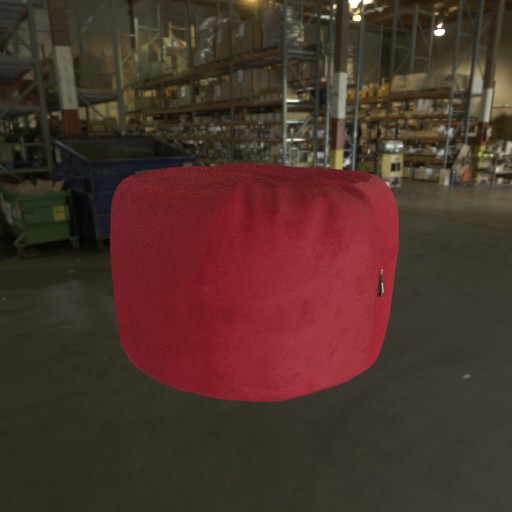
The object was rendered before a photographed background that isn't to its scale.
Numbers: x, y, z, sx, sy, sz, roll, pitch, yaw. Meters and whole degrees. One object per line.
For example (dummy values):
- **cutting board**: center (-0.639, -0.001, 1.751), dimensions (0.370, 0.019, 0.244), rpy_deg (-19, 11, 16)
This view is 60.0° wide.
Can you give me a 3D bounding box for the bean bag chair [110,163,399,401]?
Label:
- **bean bag chair**: center (0.000, 0.000, 1.964), dimensions (1.219, 0.762, 1.219), rpy_deg (0, 15, 0)
